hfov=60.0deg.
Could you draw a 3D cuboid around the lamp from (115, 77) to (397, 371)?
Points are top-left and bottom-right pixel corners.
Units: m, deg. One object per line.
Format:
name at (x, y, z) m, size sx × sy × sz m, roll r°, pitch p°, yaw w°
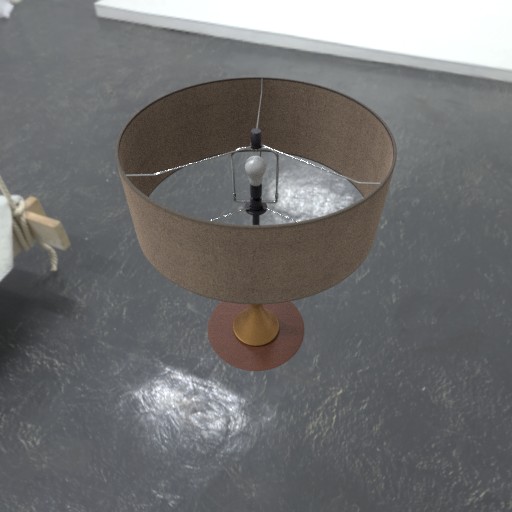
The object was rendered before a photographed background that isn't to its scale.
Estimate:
lamp at (0.000, 0.000, 0.864) m, size 0.417 × 0.551 × 0.396 m, roll 1°, pitch 47°, yaw 1°
